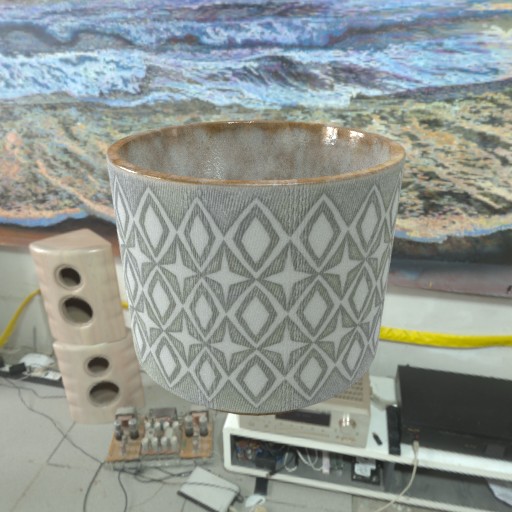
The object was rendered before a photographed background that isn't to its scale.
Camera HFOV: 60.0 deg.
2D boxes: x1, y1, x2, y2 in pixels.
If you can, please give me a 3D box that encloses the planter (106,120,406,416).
[{"bbox_3d":[0.000,0.000,0.441,0.255,0.223,0.255,0,26,0],"label":"planter"}]
